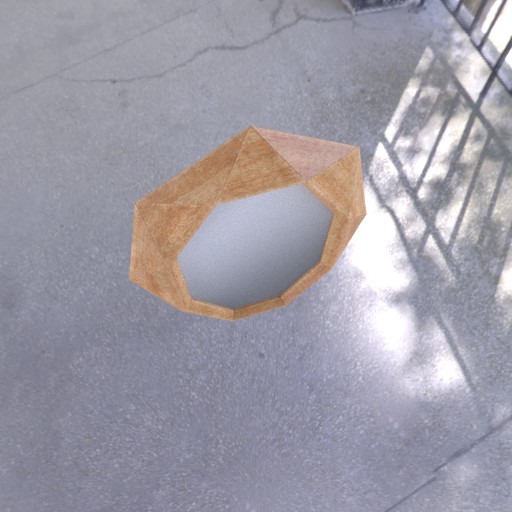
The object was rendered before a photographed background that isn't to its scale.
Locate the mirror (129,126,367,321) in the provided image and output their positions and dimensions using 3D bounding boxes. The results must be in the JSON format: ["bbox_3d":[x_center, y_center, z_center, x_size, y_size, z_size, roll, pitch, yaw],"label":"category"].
[{"bbox_3d":[0.000,0.000,1.019,0.577,0.774,0.070,-15,64,-8],"label":"mirror"}]
